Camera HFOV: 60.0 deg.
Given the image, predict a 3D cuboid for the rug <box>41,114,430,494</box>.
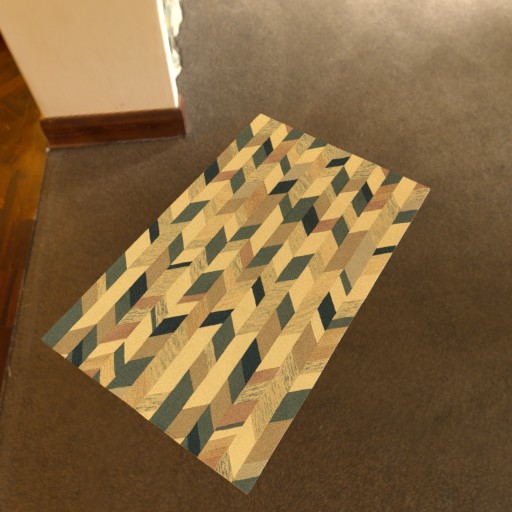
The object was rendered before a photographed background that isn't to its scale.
[{"bbox_3d":[0.000,0.000,2.980,1.513,0.008,2.423,29,62,17],"label":"rug"}]
